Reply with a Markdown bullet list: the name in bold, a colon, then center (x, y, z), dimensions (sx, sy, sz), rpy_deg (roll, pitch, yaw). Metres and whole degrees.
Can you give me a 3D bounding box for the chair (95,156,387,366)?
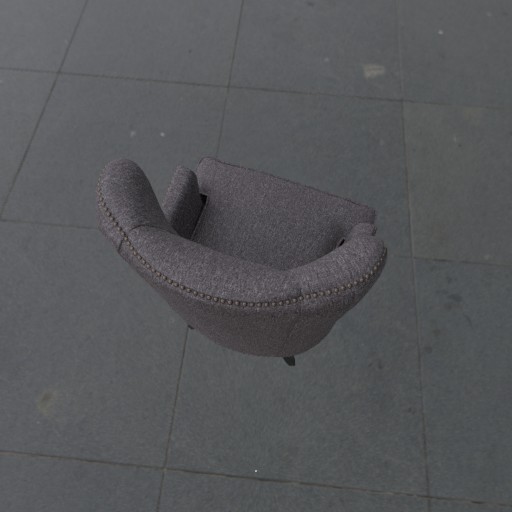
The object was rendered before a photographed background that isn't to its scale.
- **chair**: center (0.000, 0.000, 1.586), dimensions (0.759, 1.060, 0.758), rpy_deg (19, 66, 9)
